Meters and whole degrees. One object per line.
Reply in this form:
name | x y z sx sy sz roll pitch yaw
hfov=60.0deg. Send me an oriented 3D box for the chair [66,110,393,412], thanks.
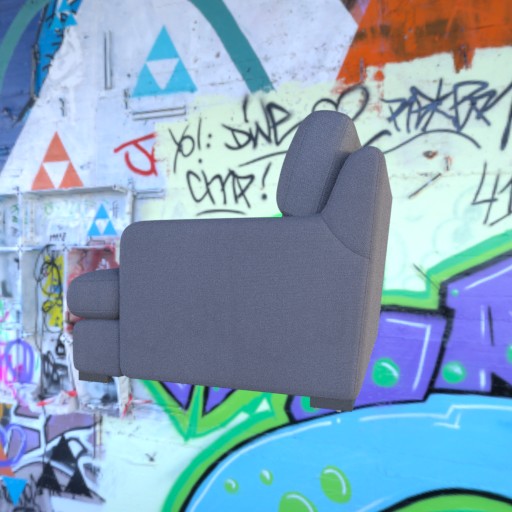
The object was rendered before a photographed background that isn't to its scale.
chair | 0.000 0.000 1.979 1.143 0.940 1.168 0 1 18
